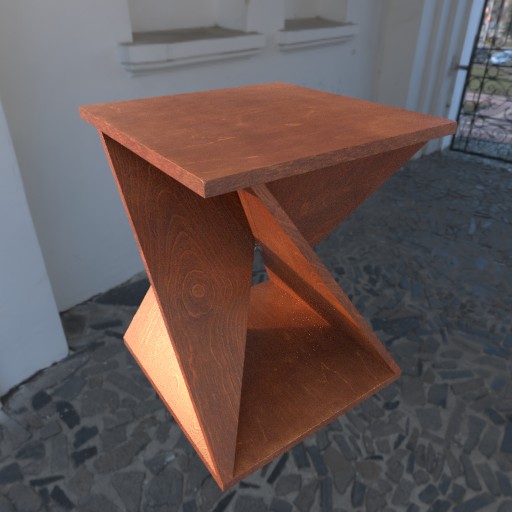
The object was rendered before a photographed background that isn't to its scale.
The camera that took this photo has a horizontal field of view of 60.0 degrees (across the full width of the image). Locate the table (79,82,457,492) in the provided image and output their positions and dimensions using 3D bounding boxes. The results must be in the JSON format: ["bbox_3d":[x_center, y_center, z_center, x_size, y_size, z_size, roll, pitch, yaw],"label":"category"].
[{"bbox_3d":[0.000,0.000,0.828,0.427,0.520,0.427,-20,36,-30],"label":"table"}]
